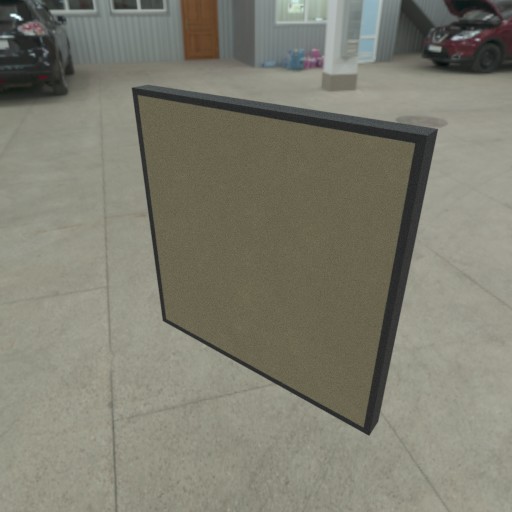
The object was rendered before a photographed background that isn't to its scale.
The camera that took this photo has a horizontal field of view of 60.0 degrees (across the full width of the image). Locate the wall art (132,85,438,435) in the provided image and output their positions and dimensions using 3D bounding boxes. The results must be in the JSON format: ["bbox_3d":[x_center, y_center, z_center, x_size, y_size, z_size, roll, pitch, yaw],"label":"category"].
[{"bbox_3d":[0.000,0.000,0.768,0.509,0.507,0.037,21,36,32],"label":"wall art"}]
